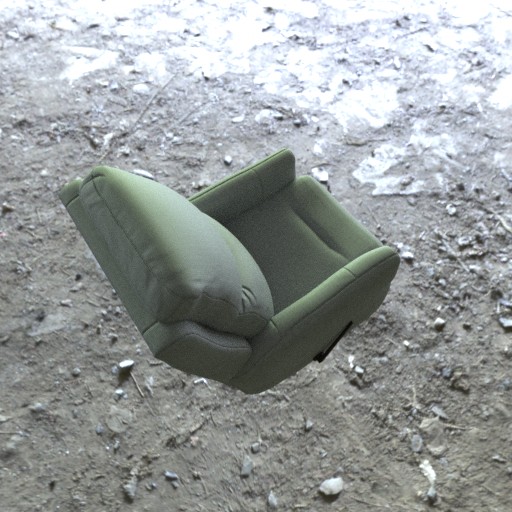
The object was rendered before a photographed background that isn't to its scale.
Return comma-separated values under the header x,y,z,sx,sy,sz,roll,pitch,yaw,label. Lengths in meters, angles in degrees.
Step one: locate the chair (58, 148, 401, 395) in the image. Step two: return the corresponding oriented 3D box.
x,y,z,sx,sy,sz,roll,pitch,yaw,label
0.000,0.000,1.777,1.080,1.030,0.829,-30,62,-18,chair
